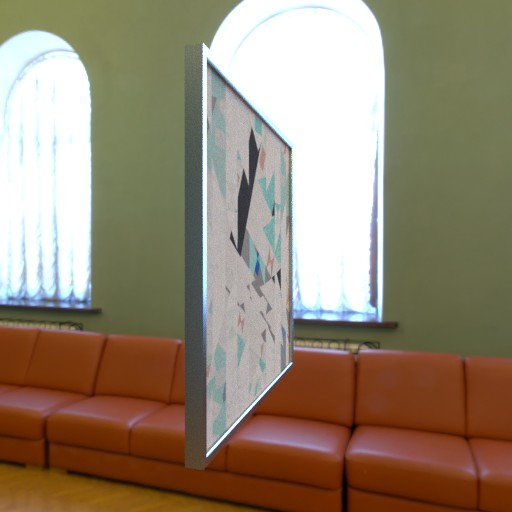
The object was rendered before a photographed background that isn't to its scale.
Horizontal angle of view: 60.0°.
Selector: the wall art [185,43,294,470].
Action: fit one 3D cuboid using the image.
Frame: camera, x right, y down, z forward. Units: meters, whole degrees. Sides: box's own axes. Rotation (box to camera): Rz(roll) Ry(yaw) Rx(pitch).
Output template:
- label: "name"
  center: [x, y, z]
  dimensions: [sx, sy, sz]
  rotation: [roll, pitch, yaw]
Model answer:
- label: "wall art"
  center: [0.000, 0.000, 1.227]
  dimensions: [0.038, 0.806, 0.806]
  rotation: [0, 0, 17]
